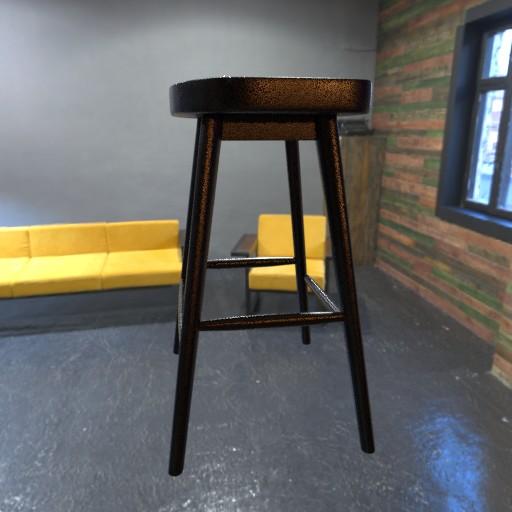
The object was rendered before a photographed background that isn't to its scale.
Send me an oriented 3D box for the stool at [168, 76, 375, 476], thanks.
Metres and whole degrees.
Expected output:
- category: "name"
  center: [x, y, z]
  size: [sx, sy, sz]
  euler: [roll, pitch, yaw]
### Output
- category: "stool"
  center: [0.000, 0.000, 0.871]
  size: [0.361, 0.615, 0.440]
  euler: [-2, 16, -9]
